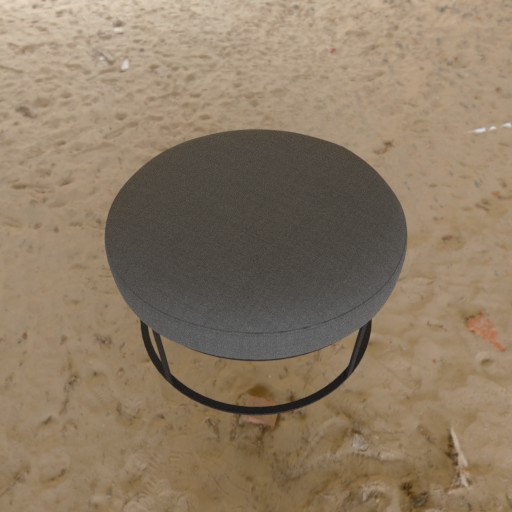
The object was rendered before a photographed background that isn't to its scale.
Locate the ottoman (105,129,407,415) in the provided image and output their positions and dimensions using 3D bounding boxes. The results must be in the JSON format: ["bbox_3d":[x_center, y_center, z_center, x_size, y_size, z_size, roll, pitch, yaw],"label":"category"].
[{"bbox_3d":[0.000,0.000,1.259,0.772,0.460,0.772,0,47,0],"label":"ottoman"}]
